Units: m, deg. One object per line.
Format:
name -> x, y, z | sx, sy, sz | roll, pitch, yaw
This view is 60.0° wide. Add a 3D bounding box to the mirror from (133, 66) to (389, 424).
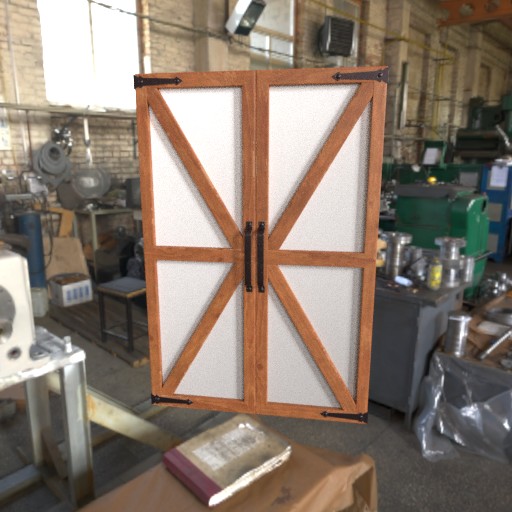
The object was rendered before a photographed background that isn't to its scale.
mirror -> 0.000, 0.000, 0.972 | 0.517, 0.761, 0.053 | 2, 13, 9
